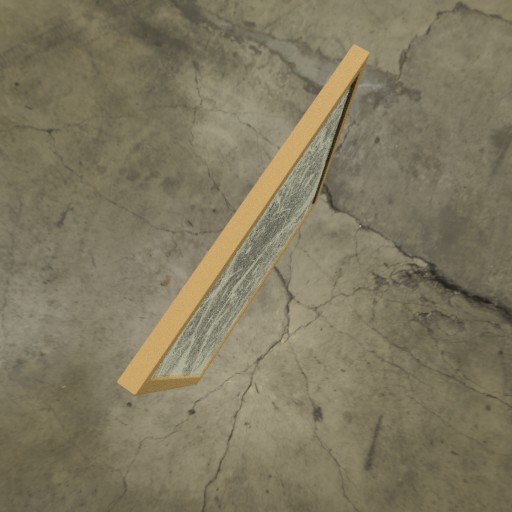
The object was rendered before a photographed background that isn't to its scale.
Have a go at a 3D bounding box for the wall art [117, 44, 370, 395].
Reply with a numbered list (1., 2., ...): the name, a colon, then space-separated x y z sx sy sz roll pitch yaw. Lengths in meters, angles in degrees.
1. wall art: 0.000 0.000 1.152 0.037 0.761 0.761 32 77 8
